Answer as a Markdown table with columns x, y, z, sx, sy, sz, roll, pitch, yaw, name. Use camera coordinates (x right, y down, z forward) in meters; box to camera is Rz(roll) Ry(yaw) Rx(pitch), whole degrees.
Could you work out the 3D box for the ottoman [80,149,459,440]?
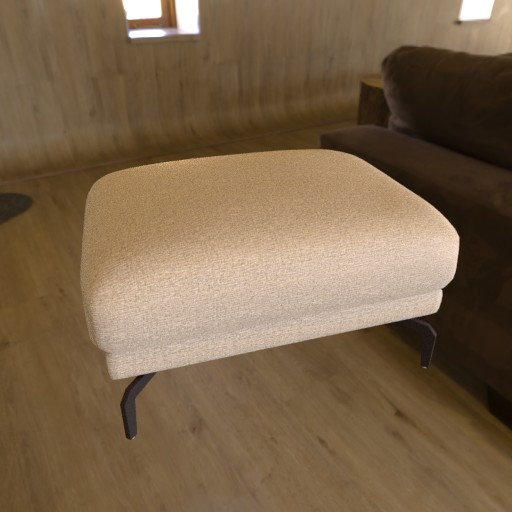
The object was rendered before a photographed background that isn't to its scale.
| x | y | z | sx | sy | sz | roll | pitch | yaw | name |
| --- | --- | --- | --- | --- | --- | --- | --- | --- | --- |
| 0.000 | 0.000 | 1.093 | 0.772 | 0.420 | 0.568 | -9 | 32 | -14 | ottoman |
